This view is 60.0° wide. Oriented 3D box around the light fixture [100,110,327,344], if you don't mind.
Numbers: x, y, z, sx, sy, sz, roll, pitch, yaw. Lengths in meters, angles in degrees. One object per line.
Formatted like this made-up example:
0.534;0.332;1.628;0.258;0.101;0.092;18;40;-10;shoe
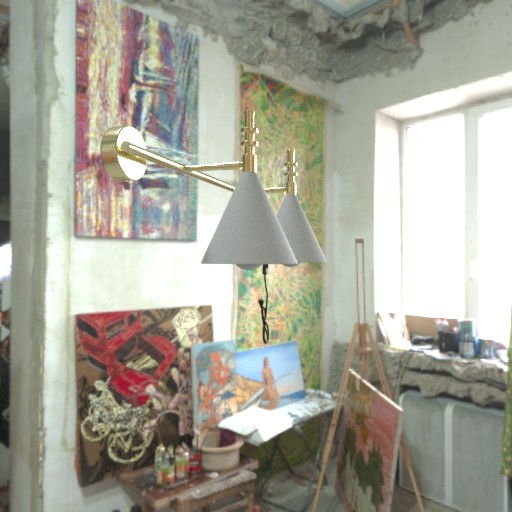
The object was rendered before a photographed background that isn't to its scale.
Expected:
0.000;0.000;0.878;0.239;0.468;0.642;0;0;19;light fixture
